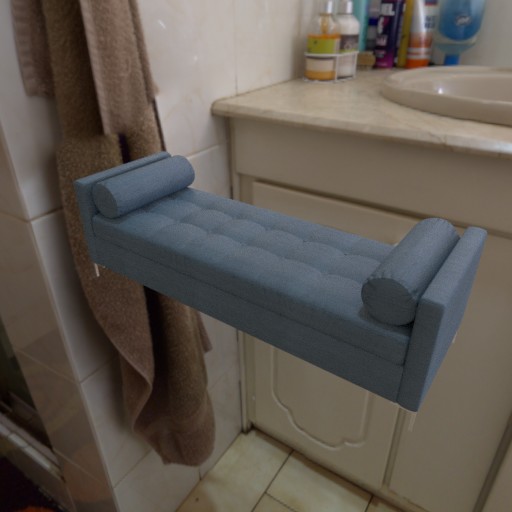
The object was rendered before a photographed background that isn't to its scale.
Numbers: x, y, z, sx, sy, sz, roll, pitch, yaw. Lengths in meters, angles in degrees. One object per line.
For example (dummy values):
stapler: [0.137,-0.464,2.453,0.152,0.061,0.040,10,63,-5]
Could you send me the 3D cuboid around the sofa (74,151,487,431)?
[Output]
sofa: [0.000,0.000,2.315,1.981,0.635,0.686,20,35,30]
